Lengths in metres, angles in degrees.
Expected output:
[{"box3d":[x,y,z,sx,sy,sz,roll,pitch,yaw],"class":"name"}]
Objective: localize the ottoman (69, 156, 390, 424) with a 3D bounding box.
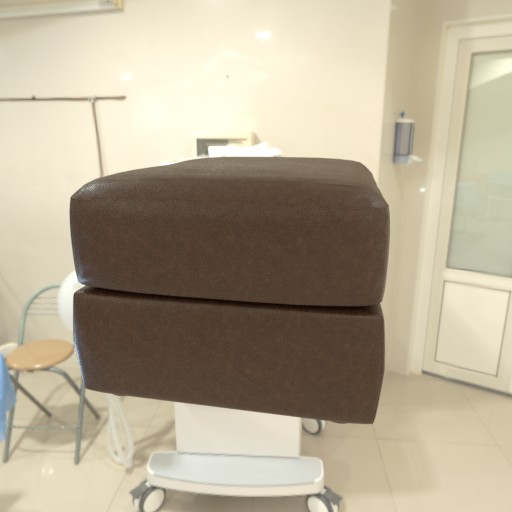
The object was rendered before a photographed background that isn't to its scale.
[{"box3d":[0.000,0.000,1.137,0.603,0.476,0.751,3,16,11],"class":"ottoman"}]
